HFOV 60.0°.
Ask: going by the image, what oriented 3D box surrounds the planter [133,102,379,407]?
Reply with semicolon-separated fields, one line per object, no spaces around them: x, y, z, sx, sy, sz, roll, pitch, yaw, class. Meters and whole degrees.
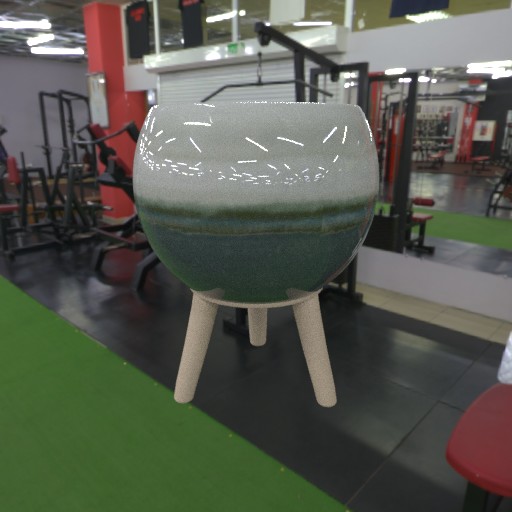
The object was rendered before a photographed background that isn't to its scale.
0.000;0.000;0.434;0.222;0.278;0.222;0;17;0;planter
